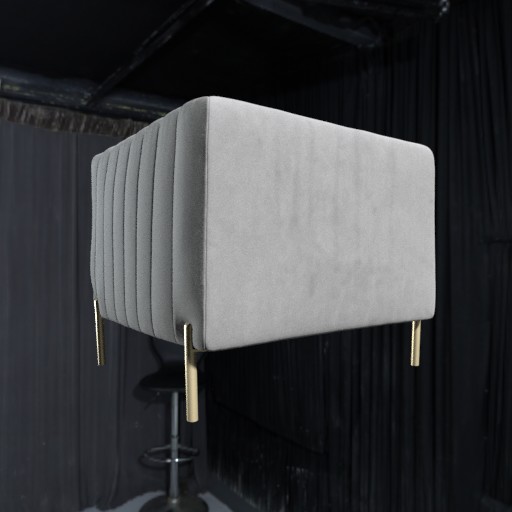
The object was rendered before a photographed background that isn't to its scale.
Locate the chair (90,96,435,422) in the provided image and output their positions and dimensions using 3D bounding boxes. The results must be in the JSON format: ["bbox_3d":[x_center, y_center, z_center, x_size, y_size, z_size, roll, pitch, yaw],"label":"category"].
[{"bbox_3d":[0.000,0.000,1.601,0.981,0.779,0.873,0,0,-36],"label":"chair"}]
